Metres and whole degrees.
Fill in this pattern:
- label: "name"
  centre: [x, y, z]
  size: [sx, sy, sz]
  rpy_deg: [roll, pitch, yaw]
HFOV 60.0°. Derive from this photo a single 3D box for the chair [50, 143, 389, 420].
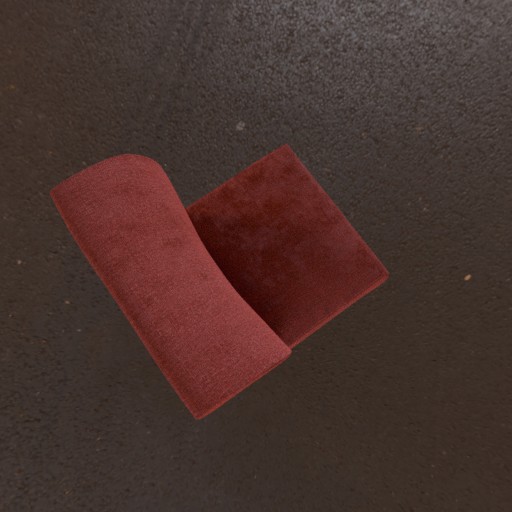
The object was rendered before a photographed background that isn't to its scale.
- label: "chair"
  centre: [0.000, 0.000, 1.252]
  size: [0.640, 0.846, 0.538]
  rpy_deg: [-34, 79, -8]
